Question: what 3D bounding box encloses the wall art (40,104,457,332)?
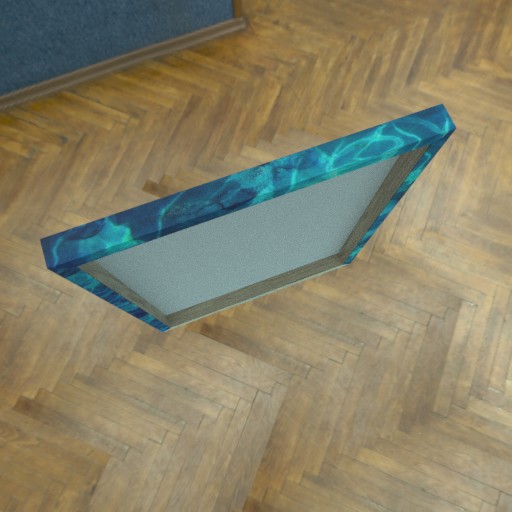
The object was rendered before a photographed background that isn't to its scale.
[{"bbox_3d":[0.000,0.000,0.825,0.508,0.635,0.038,-20,75,-6],"label":"wall art"}]
